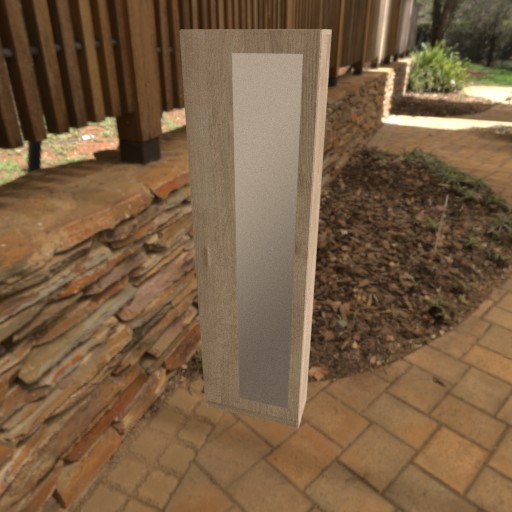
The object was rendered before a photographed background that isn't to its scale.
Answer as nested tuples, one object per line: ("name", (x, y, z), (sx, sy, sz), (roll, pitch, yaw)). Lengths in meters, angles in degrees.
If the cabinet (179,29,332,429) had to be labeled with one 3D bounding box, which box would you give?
("cabinet", (0.000, 0.000, 1.968), (0.500, 1.790, 0.230), (8, 28, 15))
